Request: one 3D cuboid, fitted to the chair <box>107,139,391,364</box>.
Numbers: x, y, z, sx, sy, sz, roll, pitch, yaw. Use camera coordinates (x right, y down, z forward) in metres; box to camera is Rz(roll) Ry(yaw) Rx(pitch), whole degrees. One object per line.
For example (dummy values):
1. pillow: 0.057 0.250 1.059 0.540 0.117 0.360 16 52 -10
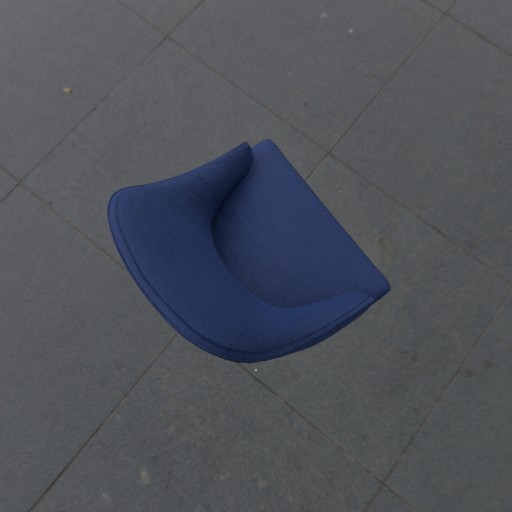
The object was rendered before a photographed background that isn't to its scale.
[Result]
1. chair: 0.000 0.000 1.306 0.575 0.889 0.643 -35 78 -8
